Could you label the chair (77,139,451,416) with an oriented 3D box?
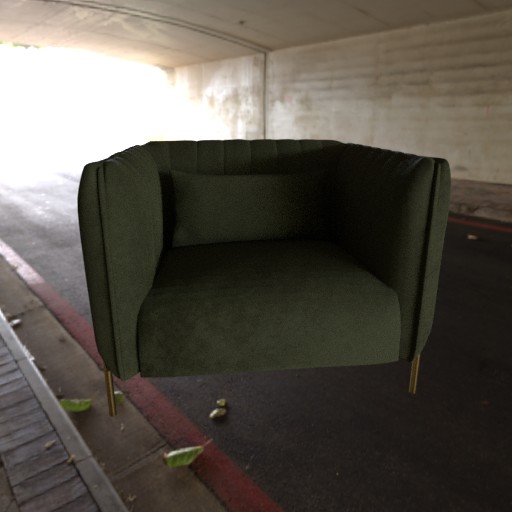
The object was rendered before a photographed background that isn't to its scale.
[{"bbox_3d":[0.000,0.000,1.621,1.032,0.794,0.877,-2,18,-7],"label":"chair"}]
